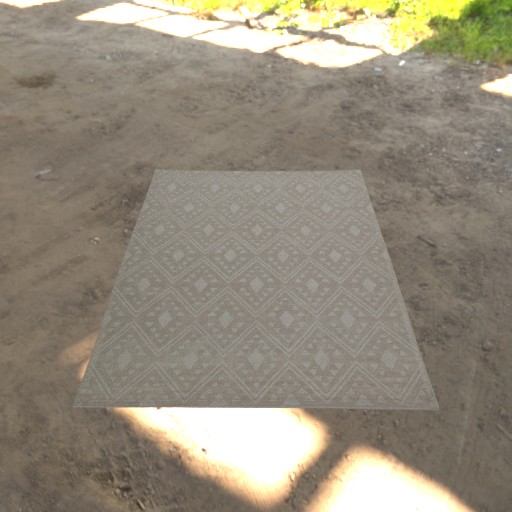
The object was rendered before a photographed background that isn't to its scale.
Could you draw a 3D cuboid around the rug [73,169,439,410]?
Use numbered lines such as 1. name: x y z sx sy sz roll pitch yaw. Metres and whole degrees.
1. rug: 0.000 0.000 4.010 2.399 0.054 3.011 0 41 0
